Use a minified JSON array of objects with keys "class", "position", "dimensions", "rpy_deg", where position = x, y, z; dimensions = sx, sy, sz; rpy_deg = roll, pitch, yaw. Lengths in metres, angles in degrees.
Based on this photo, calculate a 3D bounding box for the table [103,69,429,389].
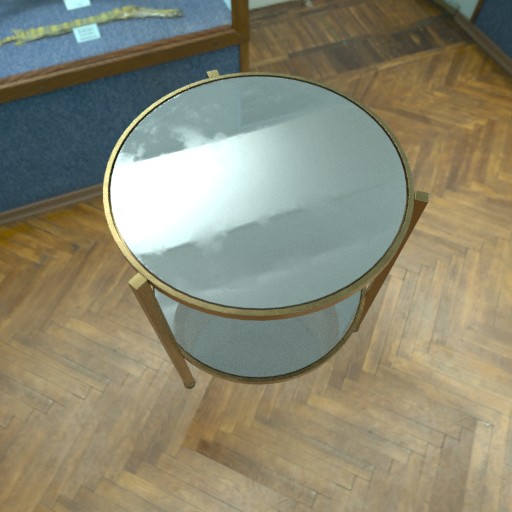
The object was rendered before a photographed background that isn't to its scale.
[{"class":"table","position":[0.000,0.000,0.453],"dimensions":[0.231,0.269,0.243],"rpy_deg":[-17,61,-10]}]
